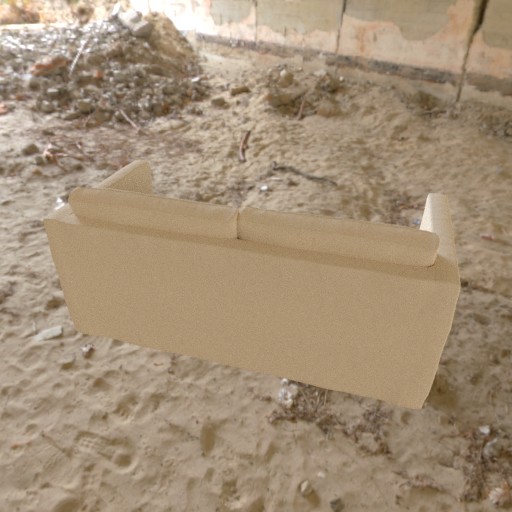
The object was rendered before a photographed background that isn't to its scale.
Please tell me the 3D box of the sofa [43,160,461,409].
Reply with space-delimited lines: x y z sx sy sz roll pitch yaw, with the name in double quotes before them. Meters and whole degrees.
"sofa" 0.000 0.000 2.487 1.987 0.870 0.940 9 33 14
